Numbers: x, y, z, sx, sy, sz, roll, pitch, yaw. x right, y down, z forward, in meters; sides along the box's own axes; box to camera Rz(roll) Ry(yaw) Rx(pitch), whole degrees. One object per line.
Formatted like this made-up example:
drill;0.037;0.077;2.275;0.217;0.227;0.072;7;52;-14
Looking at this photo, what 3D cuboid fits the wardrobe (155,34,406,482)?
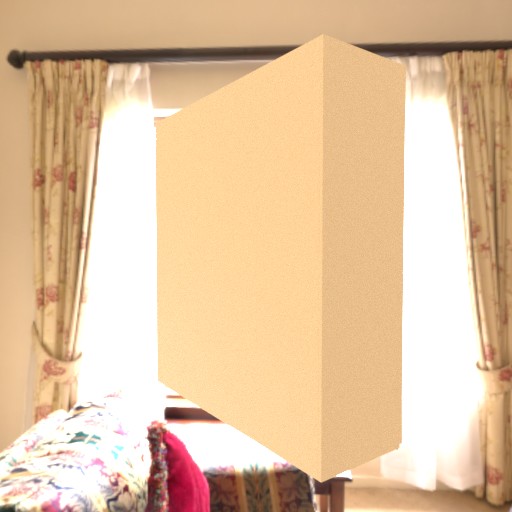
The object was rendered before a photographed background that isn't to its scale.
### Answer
wardrobe;0.000;0.000;2.905;0.600;2.020;1.830;-1;2;-36
